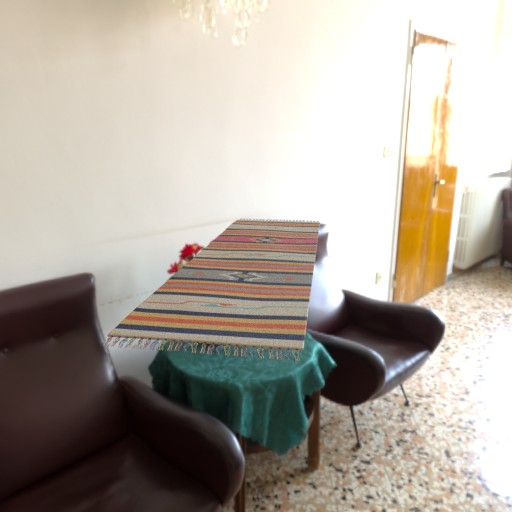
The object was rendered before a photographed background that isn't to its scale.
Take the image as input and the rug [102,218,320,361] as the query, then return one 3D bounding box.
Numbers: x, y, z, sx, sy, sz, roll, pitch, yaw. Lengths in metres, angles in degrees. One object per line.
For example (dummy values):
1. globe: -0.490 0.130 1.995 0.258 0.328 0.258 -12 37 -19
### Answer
1. rug: 0.000 0.000 2.609 0.695 0.017 2.455 2 15 9
